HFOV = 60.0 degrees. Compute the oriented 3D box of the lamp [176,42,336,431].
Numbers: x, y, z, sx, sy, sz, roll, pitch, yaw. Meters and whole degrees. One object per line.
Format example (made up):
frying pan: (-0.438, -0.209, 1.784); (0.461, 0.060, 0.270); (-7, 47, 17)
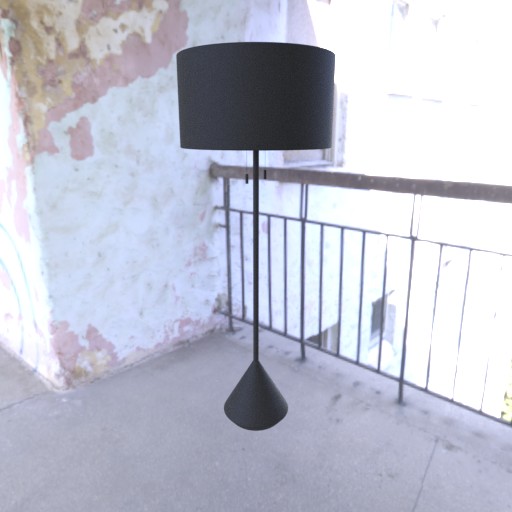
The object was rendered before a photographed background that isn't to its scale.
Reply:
lamp: (0.000, 0.000, 1.841); (0.580, 1.526, 0.580); (15, 22, 42)
